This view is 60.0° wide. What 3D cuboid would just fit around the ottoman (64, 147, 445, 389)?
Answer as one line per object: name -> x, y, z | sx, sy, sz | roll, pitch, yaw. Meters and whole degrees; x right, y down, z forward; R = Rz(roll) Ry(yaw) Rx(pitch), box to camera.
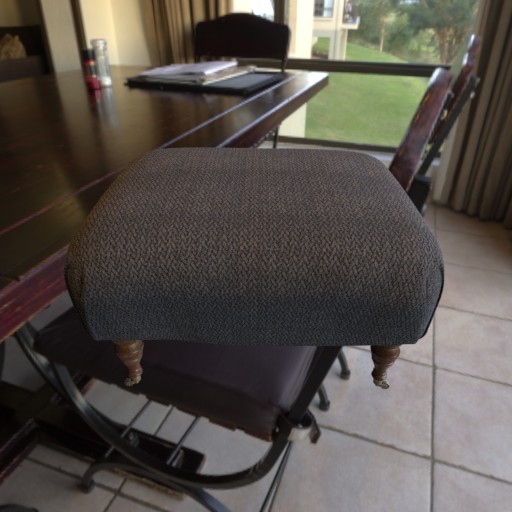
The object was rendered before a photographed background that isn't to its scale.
ottoman -> 0.000, 0.000, 1.127 | 0.747, 0.450, 0.622 | 0, 31, 1
